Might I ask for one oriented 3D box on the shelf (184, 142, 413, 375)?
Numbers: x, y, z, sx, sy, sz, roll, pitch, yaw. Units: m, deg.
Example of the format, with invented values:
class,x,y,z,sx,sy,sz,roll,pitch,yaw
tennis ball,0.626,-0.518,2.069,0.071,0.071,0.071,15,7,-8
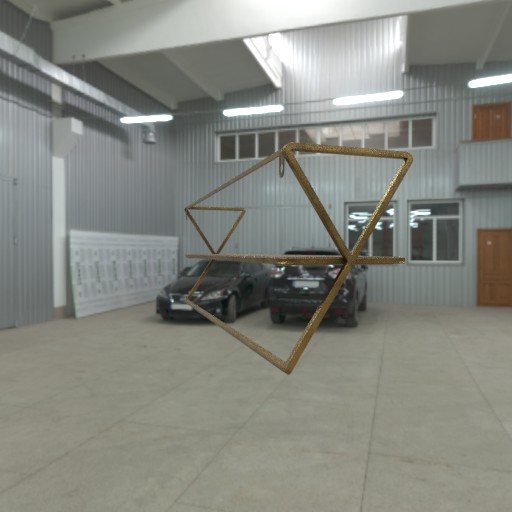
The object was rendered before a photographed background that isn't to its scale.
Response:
class,x,y,z,sx,sy,sz,roll,pitch,yaw
shelf,0.000,0.000,0.763,0.150,0.229,0.645,0,1,-18
